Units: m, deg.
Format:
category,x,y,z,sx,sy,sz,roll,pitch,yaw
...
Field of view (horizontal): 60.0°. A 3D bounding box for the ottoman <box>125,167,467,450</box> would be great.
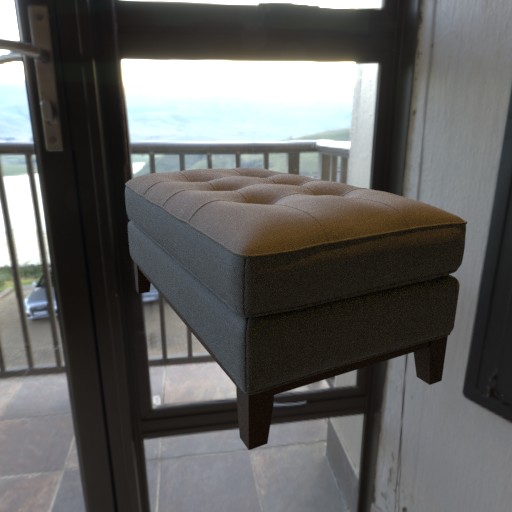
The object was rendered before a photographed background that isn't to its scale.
category,x,y,z,sx,sy,sz,roll,pitch,yaw
ottoman,0.000,0.000,1.492,0.648,0.514,1.143,-8,19,-26
